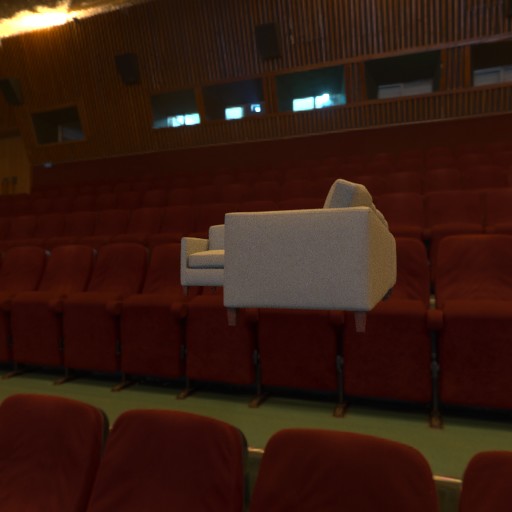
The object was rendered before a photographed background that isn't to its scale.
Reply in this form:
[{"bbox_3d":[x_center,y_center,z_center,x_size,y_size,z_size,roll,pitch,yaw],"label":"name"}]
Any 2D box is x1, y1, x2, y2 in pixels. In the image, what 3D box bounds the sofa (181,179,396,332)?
[{"bbox_3d":[0.000,0.000,4.468,2.592,0.947,3.301,0,-1,20],"label":"sofa"}]
